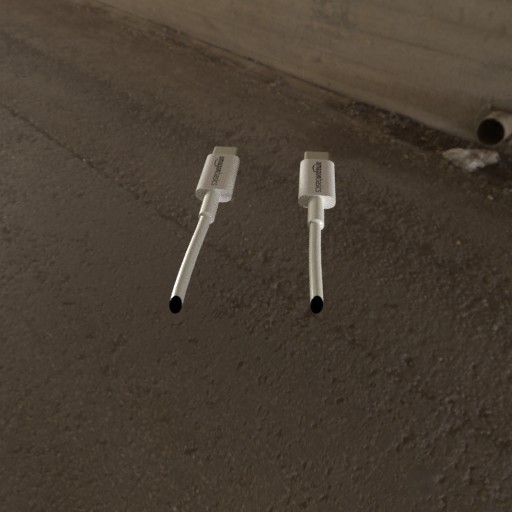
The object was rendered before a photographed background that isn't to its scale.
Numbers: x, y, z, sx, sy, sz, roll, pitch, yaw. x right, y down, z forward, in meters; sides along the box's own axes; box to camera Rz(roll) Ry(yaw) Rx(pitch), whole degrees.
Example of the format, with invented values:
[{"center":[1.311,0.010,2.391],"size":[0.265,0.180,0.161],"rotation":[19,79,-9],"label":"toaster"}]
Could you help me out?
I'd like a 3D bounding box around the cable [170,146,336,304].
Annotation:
[{"center":[0.000,0.000,0.111],"size":[0.041,0.005,0.098],"rotation":[4,45,4],"label":"cable"}]
